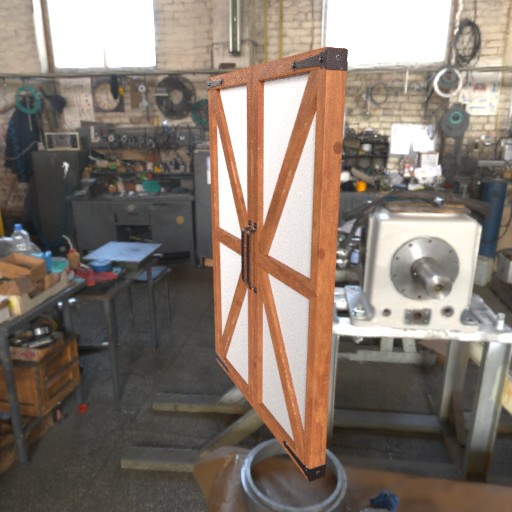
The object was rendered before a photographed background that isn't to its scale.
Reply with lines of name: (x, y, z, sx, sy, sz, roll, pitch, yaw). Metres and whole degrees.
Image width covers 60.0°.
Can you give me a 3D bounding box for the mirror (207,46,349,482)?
mirror: (0.000, 0.000, 0.961, 0.053, 0.761, 0.517, -8, 18, -24)
